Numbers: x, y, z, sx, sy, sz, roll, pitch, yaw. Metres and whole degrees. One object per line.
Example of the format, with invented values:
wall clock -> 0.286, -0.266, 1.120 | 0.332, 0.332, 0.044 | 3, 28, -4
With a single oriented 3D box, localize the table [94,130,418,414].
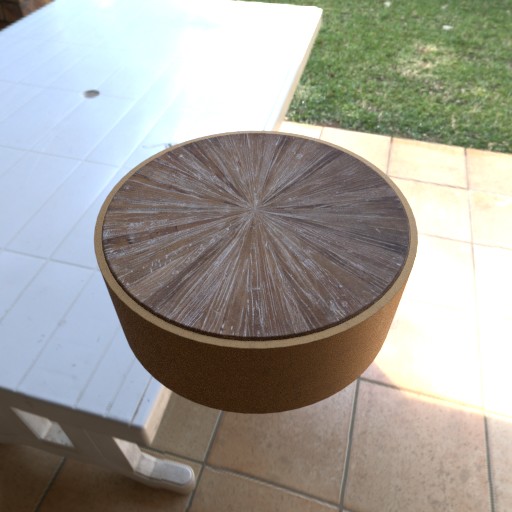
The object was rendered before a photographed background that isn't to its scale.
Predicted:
table -> 0.000, 0.000, 1.554 | 1.001, 0.409, 1.001 | 0, 46, 0
